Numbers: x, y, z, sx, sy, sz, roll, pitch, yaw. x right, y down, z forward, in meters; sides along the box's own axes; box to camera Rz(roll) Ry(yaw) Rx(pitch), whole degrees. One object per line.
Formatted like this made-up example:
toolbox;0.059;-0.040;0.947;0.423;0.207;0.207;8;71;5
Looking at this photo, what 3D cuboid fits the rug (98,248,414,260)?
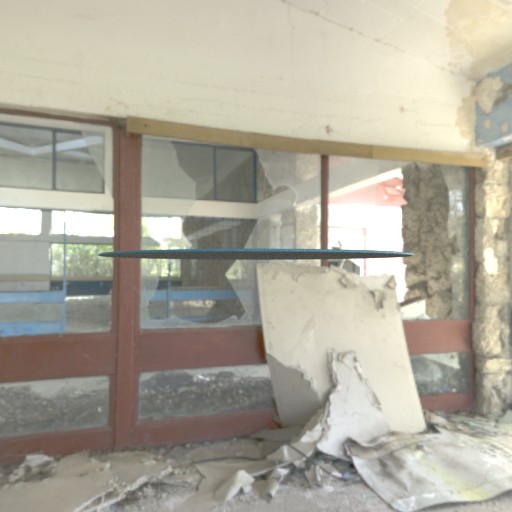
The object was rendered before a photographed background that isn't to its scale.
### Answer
rug;0.000;0.000;2.372;1.593;0.012;1.593;0;-2;0
